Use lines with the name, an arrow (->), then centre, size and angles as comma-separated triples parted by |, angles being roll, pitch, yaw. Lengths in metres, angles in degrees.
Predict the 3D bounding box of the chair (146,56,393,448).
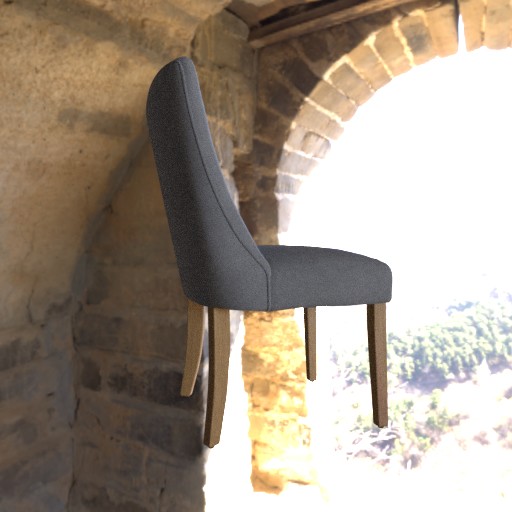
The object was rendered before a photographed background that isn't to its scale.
chair -> 0.000, 0.000, 1.279 | 0.610, 0.902, 0.495 | 0, 1, -18
